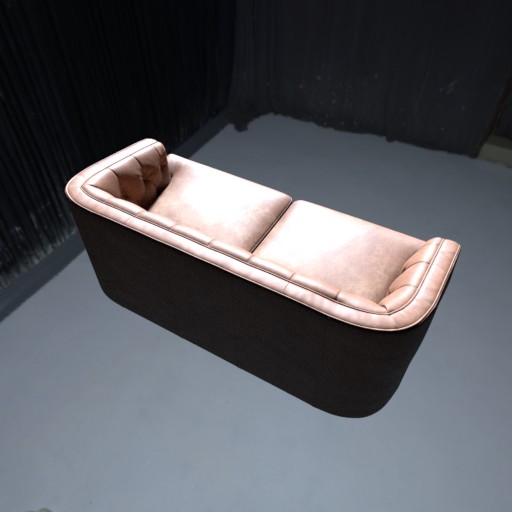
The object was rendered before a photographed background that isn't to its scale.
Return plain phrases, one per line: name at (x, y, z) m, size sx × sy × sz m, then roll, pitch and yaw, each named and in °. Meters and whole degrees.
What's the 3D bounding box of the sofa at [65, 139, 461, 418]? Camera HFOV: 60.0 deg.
sofa at (0.000, 0.000, 2.226) m, size 1.755 × 0.786 × 0.914 m, roll 22°, pitch 50°, yaw 20°
